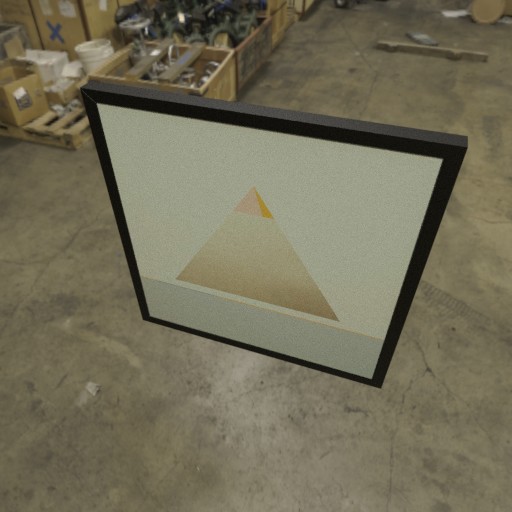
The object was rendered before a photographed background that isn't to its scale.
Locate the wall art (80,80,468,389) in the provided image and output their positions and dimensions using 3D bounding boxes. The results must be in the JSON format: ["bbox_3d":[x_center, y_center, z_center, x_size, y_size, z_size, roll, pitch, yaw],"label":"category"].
[{"bbox_3d":[0.000,0.000,1.112,0.769,0.766,0.042,13,44,14],"label":"wall art"}]
